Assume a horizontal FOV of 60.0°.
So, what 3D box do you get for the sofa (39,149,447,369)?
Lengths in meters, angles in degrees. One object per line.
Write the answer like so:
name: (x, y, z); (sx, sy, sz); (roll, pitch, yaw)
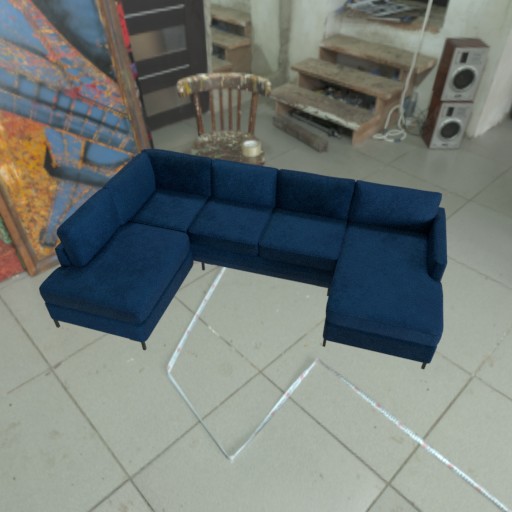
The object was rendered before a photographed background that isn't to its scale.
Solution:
sofa: (0.000, 0.000, 4.272); (3.434, 0.992, 2.055); (11, 42, 13)
